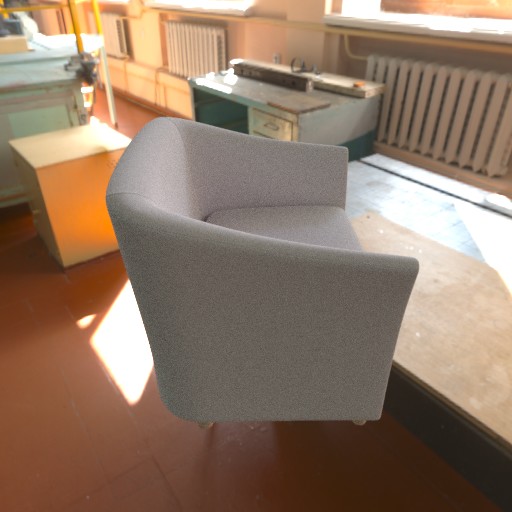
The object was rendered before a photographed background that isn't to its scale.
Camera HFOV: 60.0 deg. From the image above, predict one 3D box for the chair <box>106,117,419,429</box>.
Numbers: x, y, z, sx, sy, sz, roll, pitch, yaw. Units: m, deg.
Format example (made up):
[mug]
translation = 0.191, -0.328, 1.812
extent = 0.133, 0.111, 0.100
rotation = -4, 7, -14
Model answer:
[chair]
translation = 0.000, 0.000, 1.380
extent = 0.700, 0.720, 0.790
rotation = -1, 32, -1
